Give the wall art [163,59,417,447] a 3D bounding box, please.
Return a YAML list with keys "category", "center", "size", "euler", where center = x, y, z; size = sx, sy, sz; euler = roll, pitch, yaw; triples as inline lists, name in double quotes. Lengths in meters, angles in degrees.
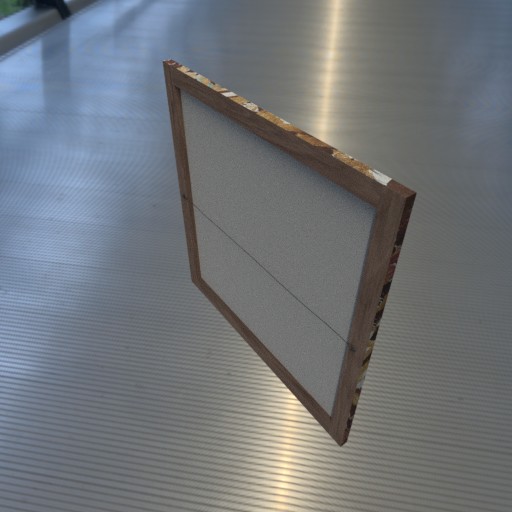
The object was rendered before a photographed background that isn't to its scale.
- category: "wall art"
  center: [0.000, 0.000, 1.122]
  size: [0.028, 0.762, 0.757]
  euler: [-26, 47, -27]
